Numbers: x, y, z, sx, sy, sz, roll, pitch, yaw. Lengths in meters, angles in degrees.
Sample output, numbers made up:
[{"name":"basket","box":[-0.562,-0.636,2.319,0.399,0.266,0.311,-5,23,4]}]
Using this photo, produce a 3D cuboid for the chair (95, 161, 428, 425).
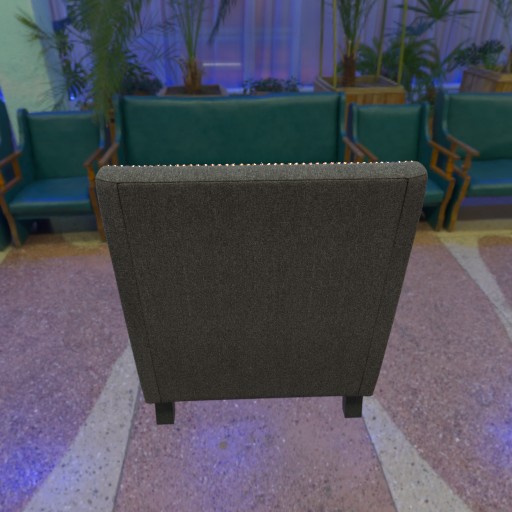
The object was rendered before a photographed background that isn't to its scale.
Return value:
[{"name":"chair","box":[0.000,0.000,1.603,0.776,0.967,0.884,-1,32,-2]}]
